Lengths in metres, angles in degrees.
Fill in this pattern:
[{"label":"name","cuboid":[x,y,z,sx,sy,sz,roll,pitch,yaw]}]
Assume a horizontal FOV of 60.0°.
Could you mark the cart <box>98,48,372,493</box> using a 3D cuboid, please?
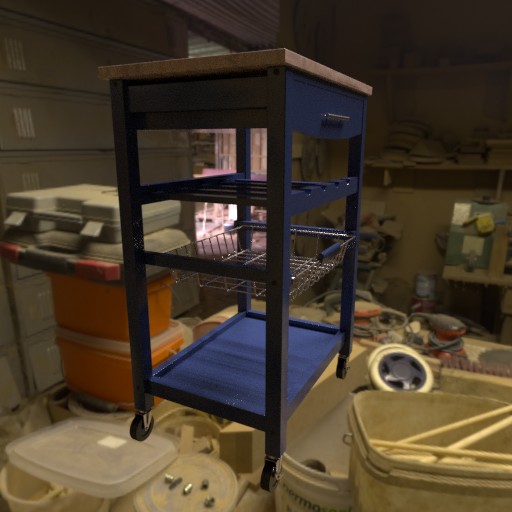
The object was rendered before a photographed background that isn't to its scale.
[{"label":"cart","cuboid":[0.000,0.000,1.119,0.403,0.839,0.584,7,16,26]}]
